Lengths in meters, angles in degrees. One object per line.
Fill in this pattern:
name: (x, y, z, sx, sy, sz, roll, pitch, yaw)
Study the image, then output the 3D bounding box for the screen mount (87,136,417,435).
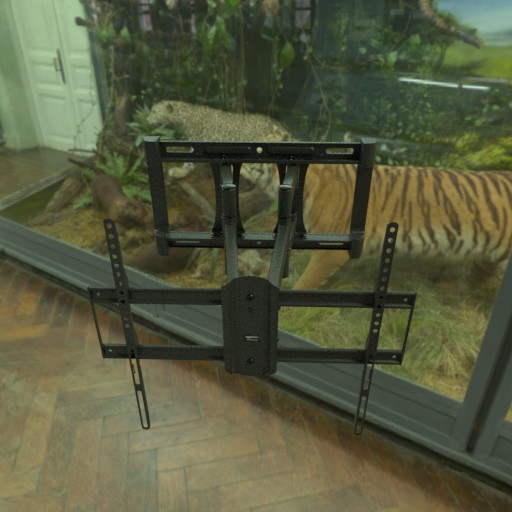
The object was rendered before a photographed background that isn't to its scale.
screen mount: (0.000, 0.000, 0.940, 0.571, 0.424, 0.556, 1, 30, 2)
